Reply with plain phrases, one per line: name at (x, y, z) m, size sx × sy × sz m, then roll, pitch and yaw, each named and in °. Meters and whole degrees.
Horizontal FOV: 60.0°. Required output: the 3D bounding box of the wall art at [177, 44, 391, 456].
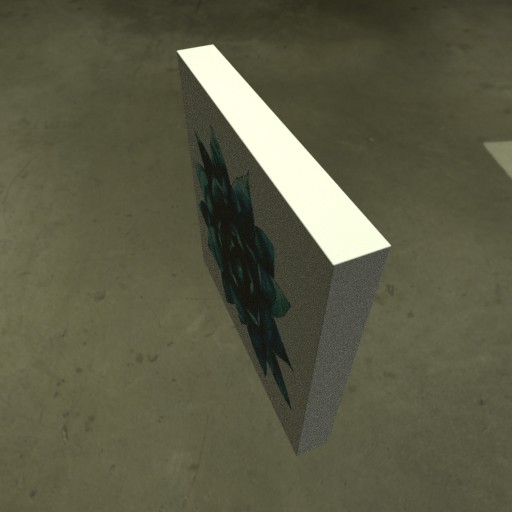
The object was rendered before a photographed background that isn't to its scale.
wall art at (0.000, 0.000, 0.455) m, size 0.038 × 0.305 × 0.305 m, roll -18°, pitch 50°, yaw -16°
